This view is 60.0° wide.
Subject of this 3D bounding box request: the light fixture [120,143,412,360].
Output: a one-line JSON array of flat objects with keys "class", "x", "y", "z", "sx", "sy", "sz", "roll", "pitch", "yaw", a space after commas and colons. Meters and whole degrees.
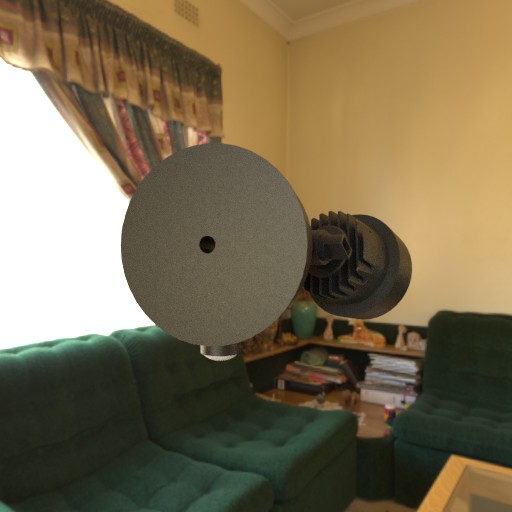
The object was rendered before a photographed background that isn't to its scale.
[{"class": "light fixture", "x": 0.000, "y": 0.000, "z": 0.316, "sx": 0.213, "sy": 0.120, "sz": 0.168, "roll": 0, "pitch": 0, "yaw": 18}]
